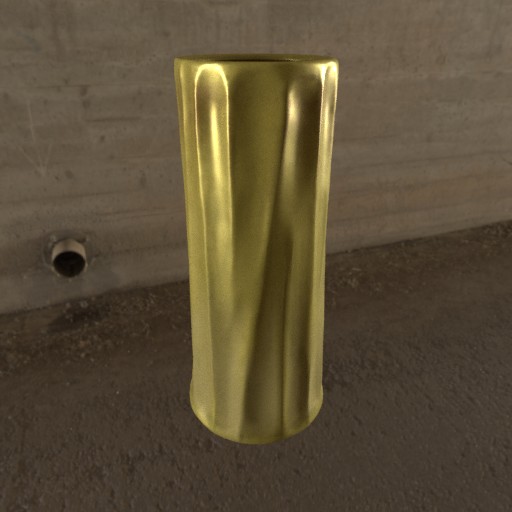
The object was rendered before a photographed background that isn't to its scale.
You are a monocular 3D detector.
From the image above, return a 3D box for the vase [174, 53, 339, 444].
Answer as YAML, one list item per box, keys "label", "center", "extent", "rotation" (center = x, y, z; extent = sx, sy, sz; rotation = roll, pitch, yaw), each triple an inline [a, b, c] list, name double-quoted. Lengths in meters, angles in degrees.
- label: "vase"
  center: [0.000, 0.000, 0.174]
  extent: [0.061, 0.143, 0.061]
  rotation: [0, 27, 0]
